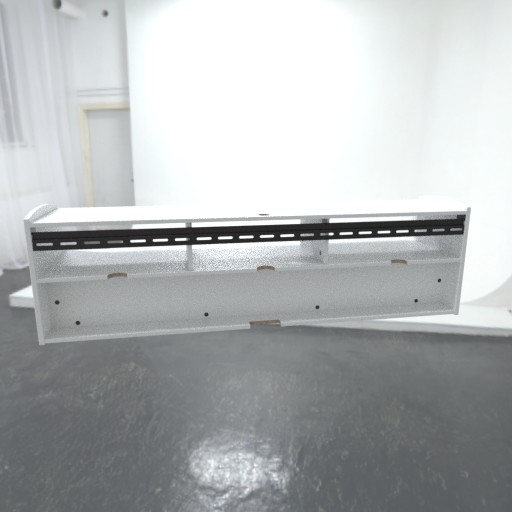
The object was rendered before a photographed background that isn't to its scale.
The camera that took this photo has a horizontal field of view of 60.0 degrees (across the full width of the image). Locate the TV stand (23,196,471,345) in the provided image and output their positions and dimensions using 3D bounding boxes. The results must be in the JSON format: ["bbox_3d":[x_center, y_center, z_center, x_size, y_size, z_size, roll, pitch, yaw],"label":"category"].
[{"bbox_3d":[0.000,0.000,1.675,1.473,0.424,0.397,-3,14,-10],"label":"TV stand"}]
